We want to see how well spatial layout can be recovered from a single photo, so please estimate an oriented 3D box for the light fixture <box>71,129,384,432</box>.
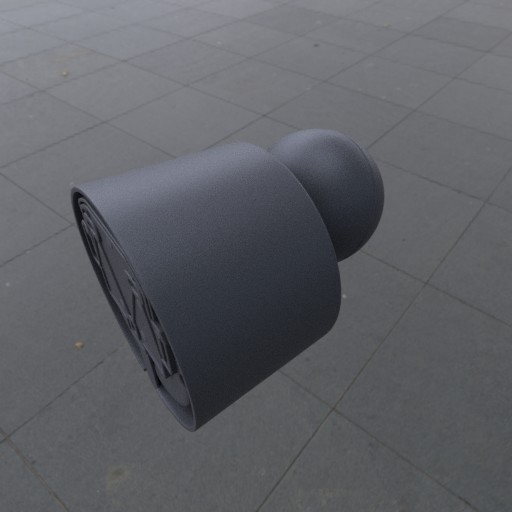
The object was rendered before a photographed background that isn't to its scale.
[{"bbox_3d":[0.000,0.000,0.262,0.160,0.143,0.134,-26,50,-25],"label":"light fixture"}]
